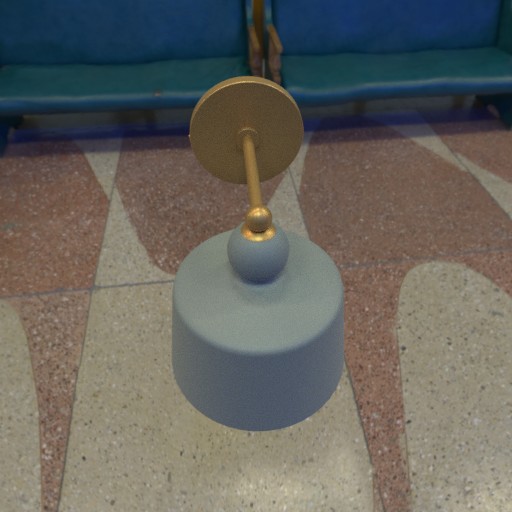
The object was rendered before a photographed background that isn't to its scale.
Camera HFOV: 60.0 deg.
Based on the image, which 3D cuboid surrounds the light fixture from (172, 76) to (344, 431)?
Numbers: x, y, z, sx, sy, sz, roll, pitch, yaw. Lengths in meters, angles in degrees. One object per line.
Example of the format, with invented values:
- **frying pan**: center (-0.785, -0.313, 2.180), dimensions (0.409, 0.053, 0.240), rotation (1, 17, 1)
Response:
- **light fixture**: center (0.000, 0.000, 0.457), dimensions (0.204, 0.268, 0.254), rotation (-3, 45, -3)
